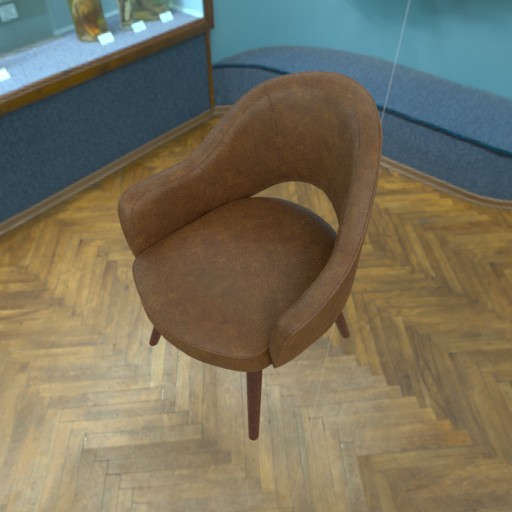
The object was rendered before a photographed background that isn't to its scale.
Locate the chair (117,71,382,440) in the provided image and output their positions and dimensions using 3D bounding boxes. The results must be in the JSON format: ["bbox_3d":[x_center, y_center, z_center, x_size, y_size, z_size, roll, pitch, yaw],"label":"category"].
[{"bbox_3d":[0.000,0.000,1.196,0.591,0.777,0.640,34,56,27],"label":"chair"}]
